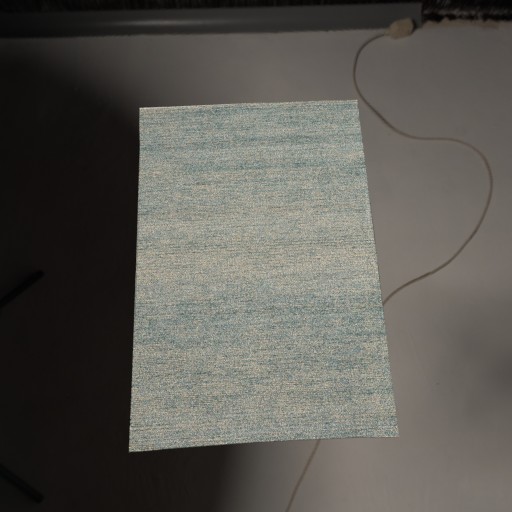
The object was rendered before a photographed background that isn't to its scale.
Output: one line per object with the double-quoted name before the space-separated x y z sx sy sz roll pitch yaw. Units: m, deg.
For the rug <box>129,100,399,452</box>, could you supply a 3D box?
"rug" 0.000 0.000 5.128 2.802 0.052 4.078 -2 74 -1
